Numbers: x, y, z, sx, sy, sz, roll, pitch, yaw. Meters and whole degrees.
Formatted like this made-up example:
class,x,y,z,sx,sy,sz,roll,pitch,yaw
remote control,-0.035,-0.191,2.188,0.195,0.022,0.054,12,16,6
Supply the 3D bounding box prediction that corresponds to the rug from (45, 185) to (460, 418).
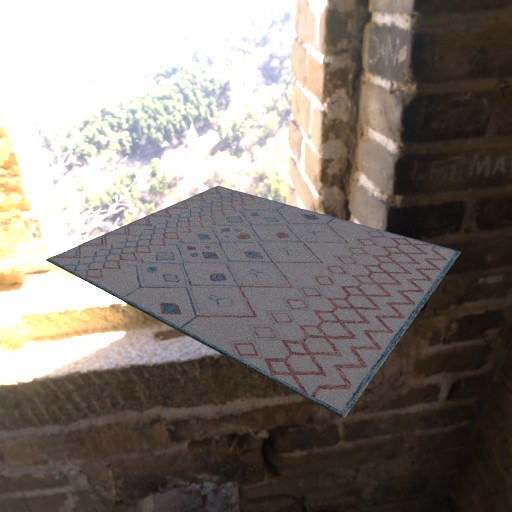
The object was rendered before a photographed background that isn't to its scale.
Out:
class,x,y,z,sx,sy,sz,roll,pitch,yaw
rug,0.000,0.000,4.161,3.050,0.016,2.441,20,35,31
